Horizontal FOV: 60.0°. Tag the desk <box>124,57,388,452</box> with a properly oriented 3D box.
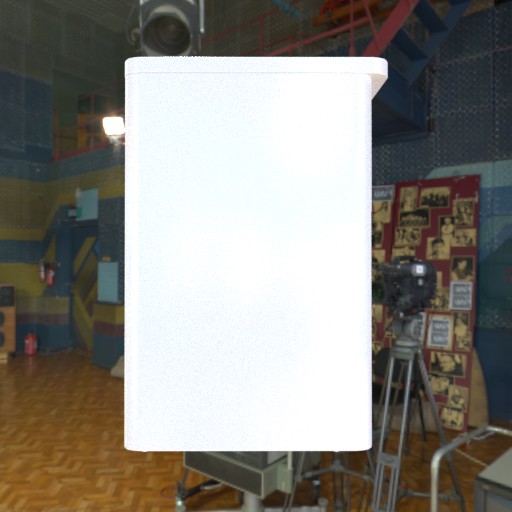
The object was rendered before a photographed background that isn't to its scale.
[{"bbox_3d":[0.000,0.000,1.274,0.549,0.800,0.762,0,0,0],"label":"desk"}]
